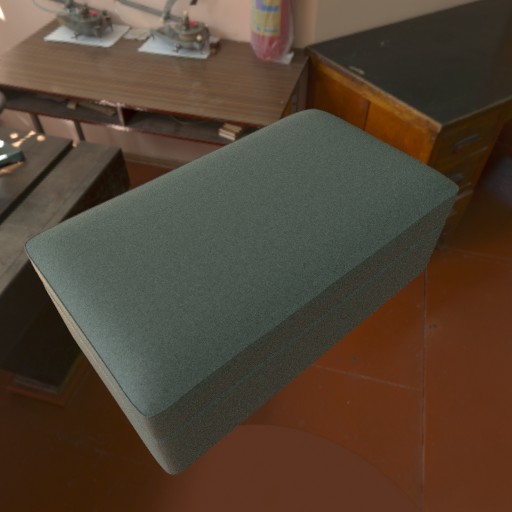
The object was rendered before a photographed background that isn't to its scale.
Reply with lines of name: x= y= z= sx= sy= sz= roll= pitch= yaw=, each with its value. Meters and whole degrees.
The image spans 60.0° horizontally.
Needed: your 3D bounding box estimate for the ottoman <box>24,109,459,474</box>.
ottoman: x=0.000 y=0.000 z=1.463 sx=1.173 sy=0.494 sz=0.681 roll=-32 pitch=55 yaw=-26
